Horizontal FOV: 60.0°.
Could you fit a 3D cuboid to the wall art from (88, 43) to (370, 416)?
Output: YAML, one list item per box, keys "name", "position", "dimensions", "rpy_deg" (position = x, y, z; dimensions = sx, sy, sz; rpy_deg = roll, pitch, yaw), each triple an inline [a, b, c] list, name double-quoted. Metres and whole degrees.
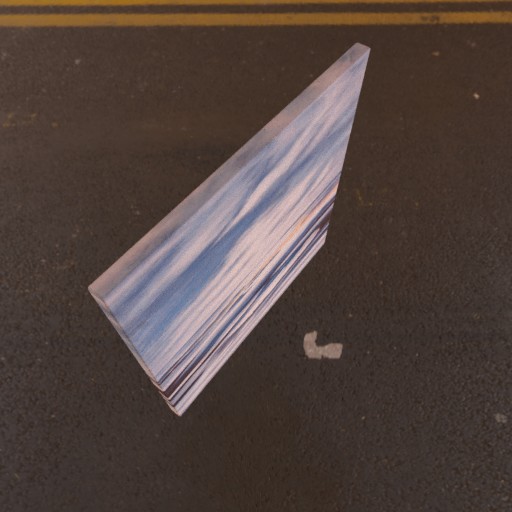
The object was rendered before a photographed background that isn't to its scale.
- name: "wall art"
  position: [0.000, 0.000, 1.100]
  dimensions: [0.035, 0.747, 0.747]
  rpy_deg: [33, 64, 19]
